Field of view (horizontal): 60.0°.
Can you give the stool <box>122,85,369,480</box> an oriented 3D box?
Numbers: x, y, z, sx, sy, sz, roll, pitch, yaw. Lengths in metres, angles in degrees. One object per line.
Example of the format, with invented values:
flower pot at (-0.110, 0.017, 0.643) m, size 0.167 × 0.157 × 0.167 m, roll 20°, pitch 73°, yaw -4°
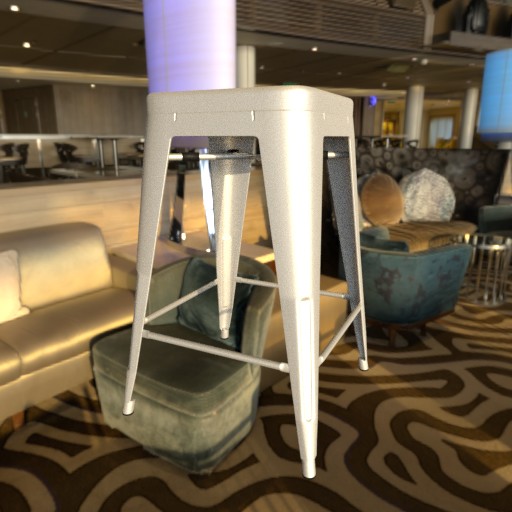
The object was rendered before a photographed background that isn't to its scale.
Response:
stool at (0.000, 0.000, 0.896) m, size 0.406 × 0.610 × 0.406 m, roll 7°, pitch 17°, yaw 25°
